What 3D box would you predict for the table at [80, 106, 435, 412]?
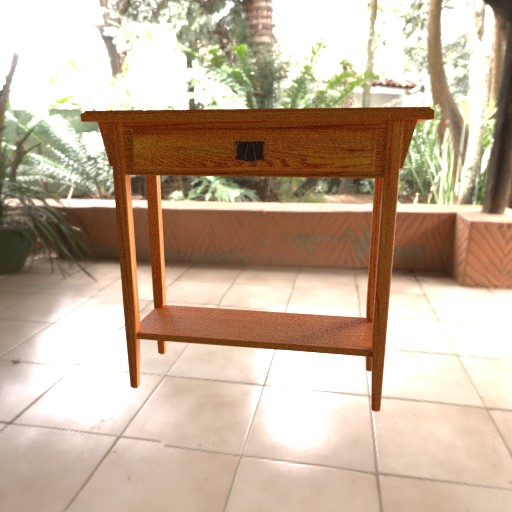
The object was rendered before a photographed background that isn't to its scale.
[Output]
[{"bbox_3d":[0.000,0.000,1.150,0.762,0.711,0.254,2,15,9],"label":"table"}]
